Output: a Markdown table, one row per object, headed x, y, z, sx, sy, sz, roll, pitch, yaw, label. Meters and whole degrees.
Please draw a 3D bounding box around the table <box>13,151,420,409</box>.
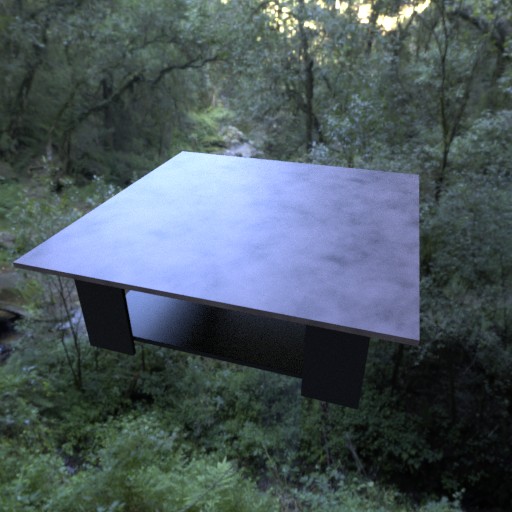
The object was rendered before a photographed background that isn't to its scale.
| x | y | z | sx | sy | sz | roll | pitch | yaw | label |
| --- | --- | --- | --- | --- | --- | --- | --- | --- | --- |
| 0.000 | 0.000 | 1.344 | 0.890 | 0.305 | 0.890 | 9 | 31 | 15 | table |
